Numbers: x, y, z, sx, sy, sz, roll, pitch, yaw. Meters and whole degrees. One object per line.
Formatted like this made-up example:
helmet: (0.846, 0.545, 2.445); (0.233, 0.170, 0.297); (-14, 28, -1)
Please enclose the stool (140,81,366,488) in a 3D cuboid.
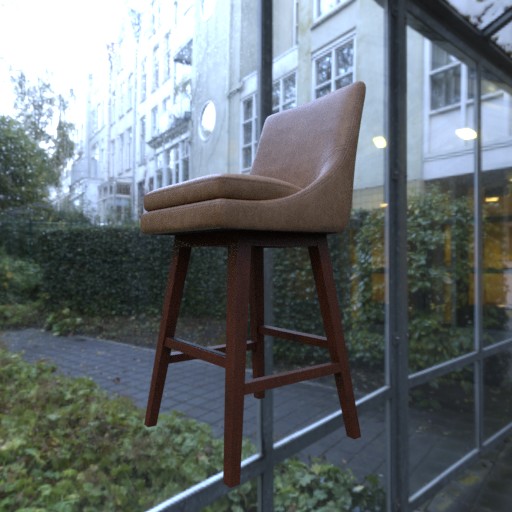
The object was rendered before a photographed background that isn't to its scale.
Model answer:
stool: (0.000, 0.000, 1.383); (0.572, 1.079, 0.487); (0, 0, -38)
